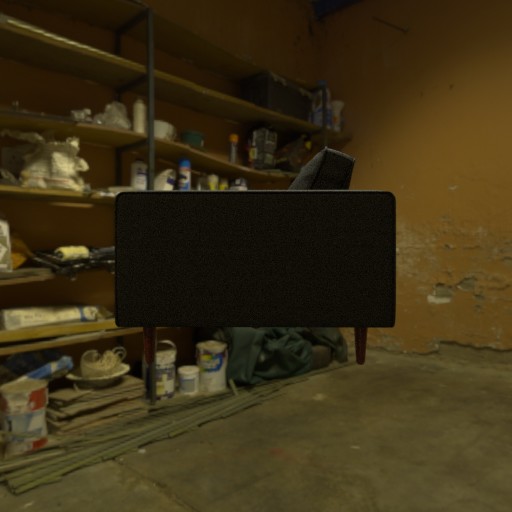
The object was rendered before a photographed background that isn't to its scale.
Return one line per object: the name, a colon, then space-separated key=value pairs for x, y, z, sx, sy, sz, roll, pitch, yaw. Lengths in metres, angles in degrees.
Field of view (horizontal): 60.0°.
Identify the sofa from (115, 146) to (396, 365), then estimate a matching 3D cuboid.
sofa: x=0.000 y=0.000 z=2.316 sx=0.914 sy=0.759 sz=1.875 roll=0 pitch=0 yaw=1
